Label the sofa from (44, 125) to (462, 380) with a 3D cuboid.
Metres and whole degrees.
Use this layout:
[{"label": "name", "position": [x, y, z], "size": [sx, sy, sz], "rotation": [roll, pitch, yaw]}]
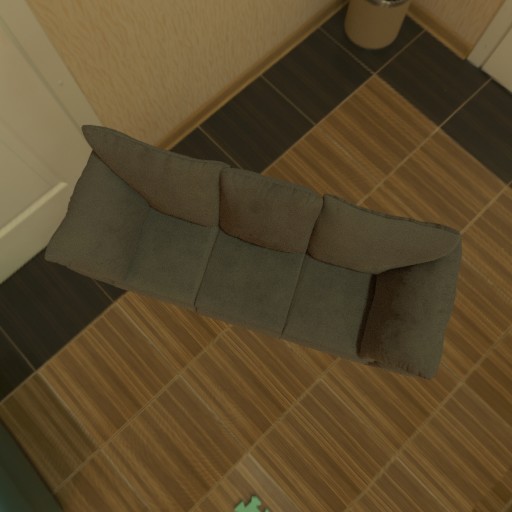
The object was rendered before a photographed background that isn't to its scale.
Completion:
[{"label": "sofa", "position": [0.000, 0.000, 2.794], "size": [2.336, 1.073, 0.878], "rotation": [17, 76, 4]}]
